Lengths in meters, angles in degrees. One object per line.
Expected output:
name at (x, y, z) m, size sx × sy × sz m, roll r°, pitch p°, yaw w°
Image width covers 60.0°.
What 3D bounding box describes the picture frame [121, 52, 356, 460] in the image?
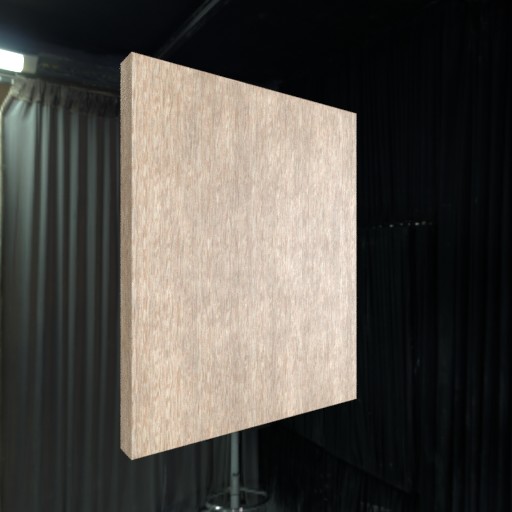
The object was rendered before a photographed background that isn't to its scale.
picture frame at (0.000, 0.000, 0.712) m, size 0.424 × 0.526 × 0.043 m, roll 0°, pitch 0°, yaw -36°
